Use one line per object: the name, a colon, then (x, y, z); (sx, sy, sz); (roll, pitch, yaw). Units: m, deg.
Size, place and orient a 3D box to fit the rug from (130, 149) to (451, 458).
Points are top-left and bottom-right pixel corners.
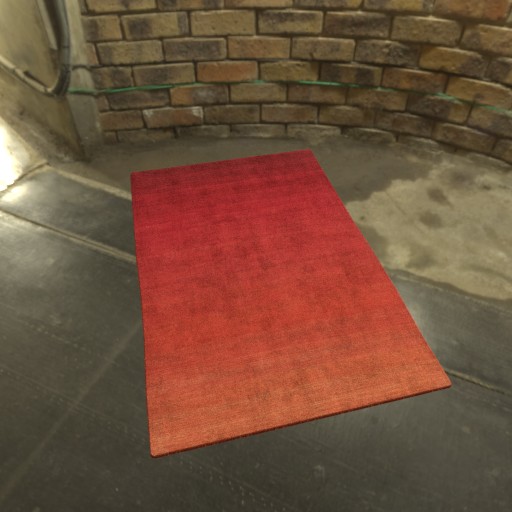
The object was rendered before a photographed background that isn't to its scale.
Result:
rug: (0.000, 0.000, 2.335); (1.230, 0.018, 1.835); (-10, 46, -9)
